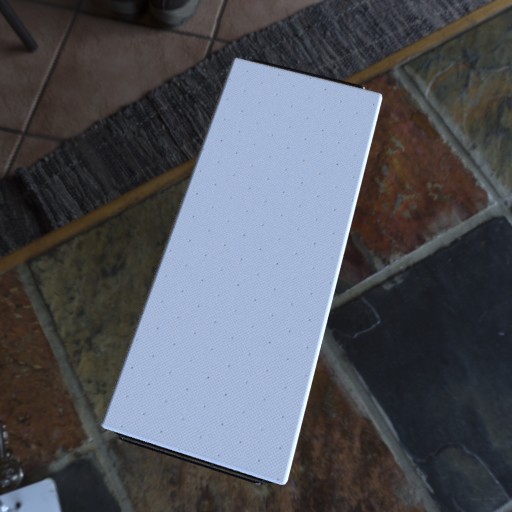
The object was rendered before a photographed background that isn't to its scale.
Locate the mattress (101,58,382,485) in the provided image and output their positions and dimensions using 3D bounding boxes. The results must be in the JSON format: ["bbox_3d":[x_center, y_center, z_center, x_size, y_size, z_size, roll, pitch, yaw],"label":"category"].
[{"bbox_3d":[0.000,0.000,2.495,0.922,0.519,2.153,16,75,4],"label":"mattress"}]
